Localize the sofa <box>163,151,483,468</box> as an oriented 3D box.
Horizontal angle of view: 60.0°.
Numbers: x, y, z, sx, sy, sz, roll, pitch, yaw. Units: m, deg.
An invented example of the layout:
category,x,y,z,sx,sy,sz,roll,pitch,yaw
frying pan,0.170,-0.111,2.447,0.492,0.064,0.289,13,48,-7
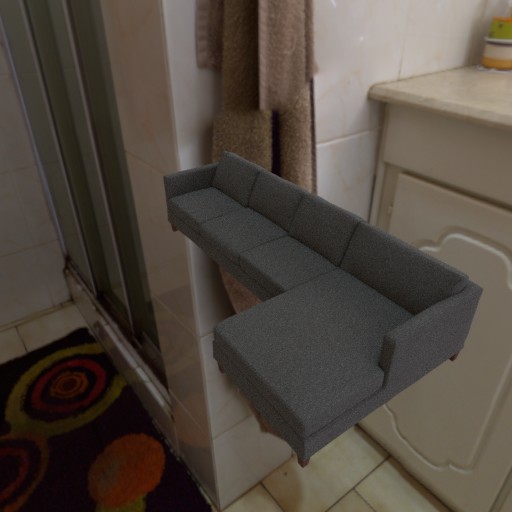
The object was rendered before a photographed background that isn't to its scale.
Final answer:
category,x,y,z,sx,sy,sz,roll,pitch,yaw
sofa,0.000,0.000,3.886,1.625,0.846,3.186,-21,38,-29
